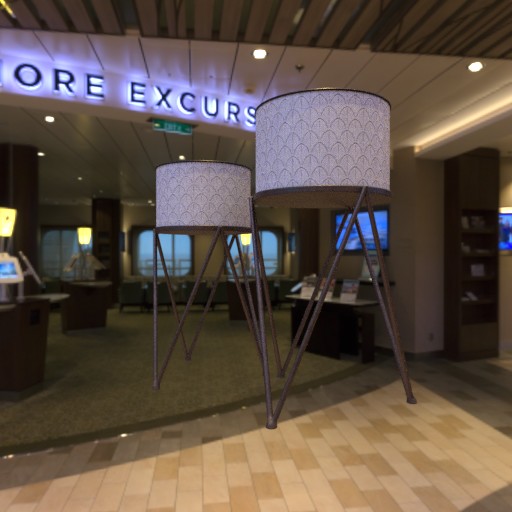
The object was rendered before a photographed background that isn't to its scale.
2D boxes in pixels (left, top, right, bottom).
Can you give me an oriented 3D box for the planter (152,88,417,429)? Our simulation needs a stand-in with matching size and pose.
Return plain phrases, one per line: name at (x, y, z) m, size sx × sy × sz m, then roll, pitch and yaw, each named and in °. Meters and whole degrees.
planter at (0.000, 0.000, 1.189) m, size 0.769 × 0.712 × 0.413 m, roll 0°, pitch 0°, yaw 36°
